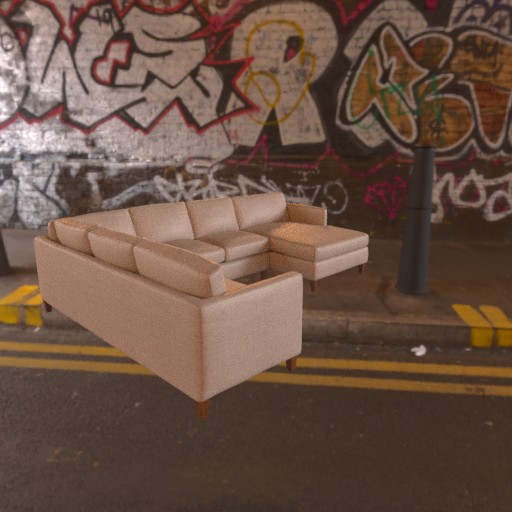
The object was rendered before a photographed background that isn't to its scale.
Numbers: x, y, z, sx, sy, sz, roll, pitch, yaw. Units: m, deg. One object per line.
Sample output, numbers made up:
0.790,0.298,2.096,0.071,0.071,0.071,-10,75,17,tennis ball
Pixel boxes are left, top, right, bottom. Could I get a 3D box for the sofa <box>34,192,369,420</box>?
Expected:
0.000,0.000,4.556,2.594,0.961,3.460,14,20,43,sofa
